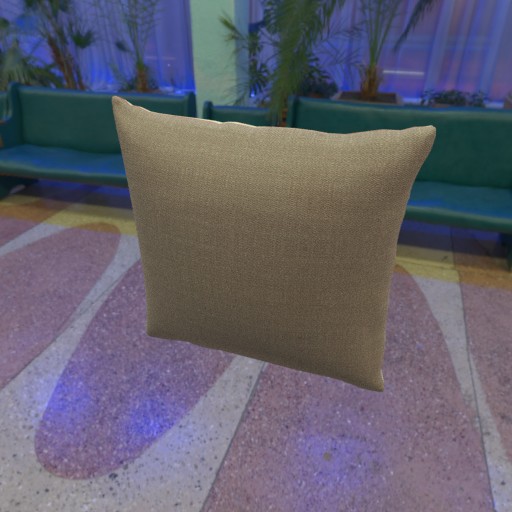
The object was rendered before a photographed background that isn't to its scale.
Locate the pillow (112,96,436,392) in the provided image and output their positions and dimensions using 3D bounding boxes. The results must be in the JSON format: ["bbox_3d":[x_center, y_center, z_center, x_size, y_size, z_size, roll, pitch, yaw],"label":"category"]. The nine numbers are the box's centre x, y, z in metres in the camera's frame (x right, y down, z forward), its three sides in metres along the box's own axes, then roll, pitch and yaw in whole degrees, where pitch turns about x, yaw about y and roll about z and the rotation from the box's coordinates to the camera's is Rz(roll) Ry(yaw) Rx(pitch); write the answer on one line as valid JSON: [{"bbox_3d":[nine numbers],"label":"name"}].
[{"bbox_3d":[0.000,0.000,0.797,0.521,0.519,0.215,10,33,16],"label":"pillow"}]
